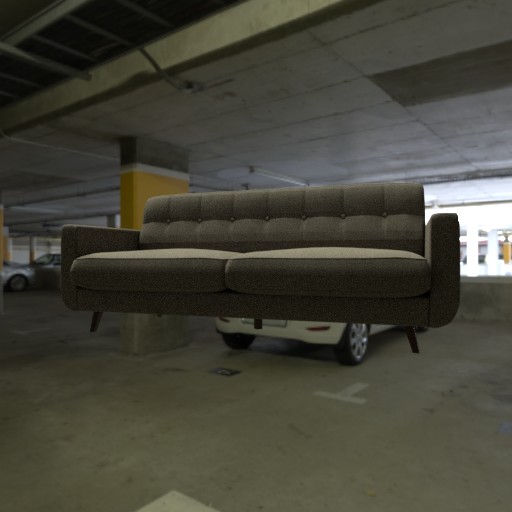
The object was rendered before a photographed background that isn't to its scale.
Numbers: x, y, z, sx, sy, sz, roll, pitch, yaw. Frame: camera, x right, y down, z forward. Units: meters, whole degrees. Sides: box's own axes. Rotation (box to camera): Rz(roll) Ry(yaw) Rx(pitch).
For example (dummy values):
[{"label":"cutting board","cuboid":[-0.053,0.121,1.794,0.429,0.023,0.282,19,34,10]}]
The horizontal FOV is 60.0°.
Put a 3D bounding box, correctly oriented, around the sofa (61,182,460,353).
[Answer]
[{"label":"sofa","cuboid":[0.000,0.000,2.498,2.029,0.841,0.909,0,0,19]}]
